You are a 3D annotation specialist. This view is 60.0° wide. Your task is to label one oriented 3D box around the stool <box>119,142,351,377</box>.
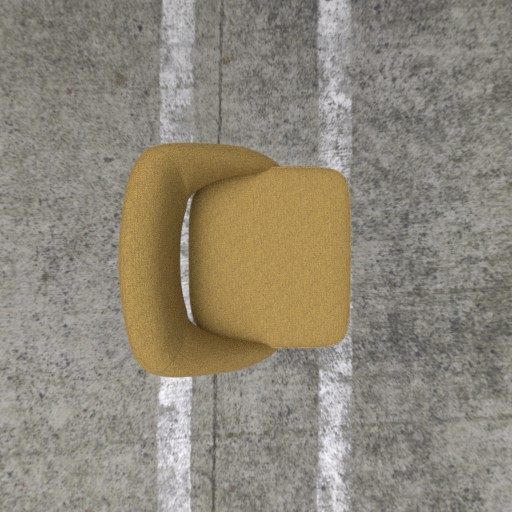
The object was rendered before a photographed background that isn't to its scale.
[{"bbox_3d":[0.000,0.000,1.330,0.522,1.032,0.536,0,91,0],"label":"stool"}]
